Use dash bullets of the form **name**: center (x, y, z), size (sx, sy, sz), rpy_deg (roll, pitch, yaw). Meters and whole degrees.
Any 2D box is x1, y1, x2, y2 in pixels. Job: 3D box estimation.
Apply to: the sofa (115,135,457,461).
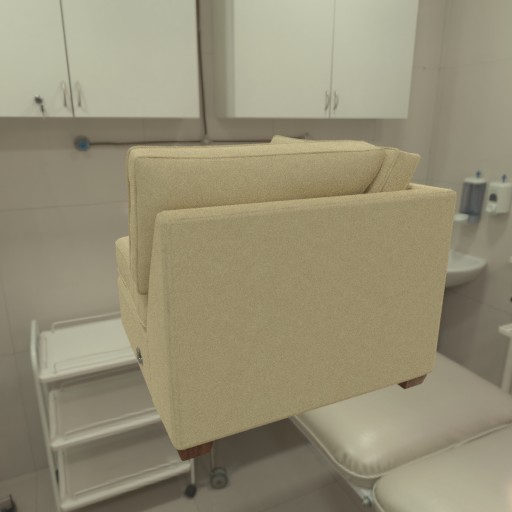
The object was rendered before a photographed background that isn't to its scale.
- **sofa**: center (0.000, 0.000, 1.947), size (1.146, 1.002, 1.084), rpy_deg (-8, 19, -24)
